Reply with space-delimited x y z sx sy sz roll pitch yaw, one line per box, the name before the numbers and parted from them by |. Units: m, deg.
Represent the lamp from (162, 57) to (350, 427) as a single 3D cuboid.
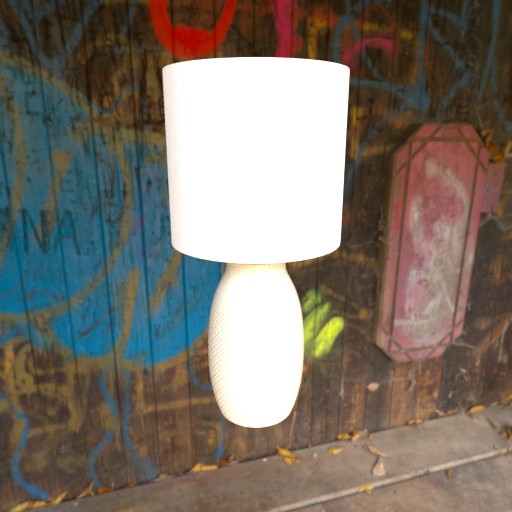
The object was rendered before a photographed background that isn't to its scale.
lamp | 0.000 0.000 0.585 0.217 0.453 0.217 15 22 43
